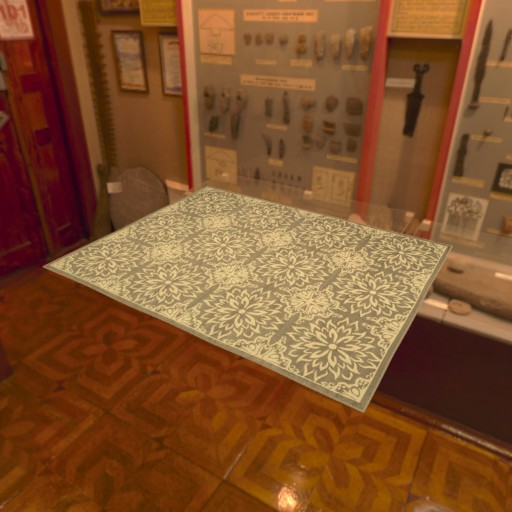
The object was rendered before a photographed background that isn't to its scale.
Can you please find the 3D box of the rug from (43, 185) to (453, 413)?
[{"bbox_3d":[0.000,0.000,4.092,2.980,0.012,2.363,18,34,28],"label":"rug"}]
